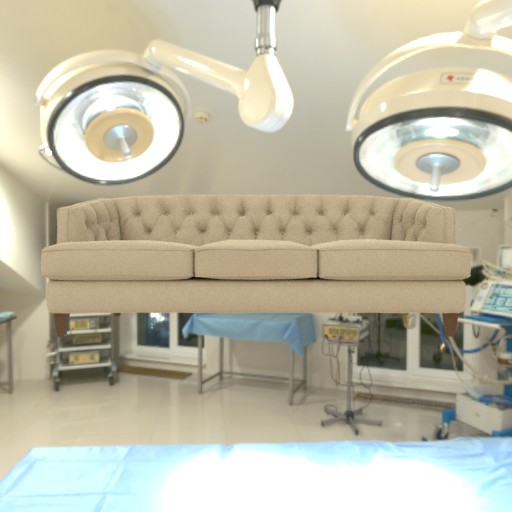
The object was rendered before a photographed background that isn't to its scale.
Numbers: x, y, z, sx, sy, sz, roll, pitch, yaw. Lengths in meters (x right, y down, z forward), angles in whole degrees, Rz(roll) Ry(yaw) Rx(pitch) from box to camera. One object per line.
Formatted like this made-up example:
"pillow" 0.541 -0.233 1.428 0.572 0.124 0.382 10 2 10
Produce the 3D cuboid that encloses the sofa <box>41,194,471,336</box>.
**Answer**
"sofa" 0.000 0.000 2.751 2.278 0.855 0.941 0 1 0
